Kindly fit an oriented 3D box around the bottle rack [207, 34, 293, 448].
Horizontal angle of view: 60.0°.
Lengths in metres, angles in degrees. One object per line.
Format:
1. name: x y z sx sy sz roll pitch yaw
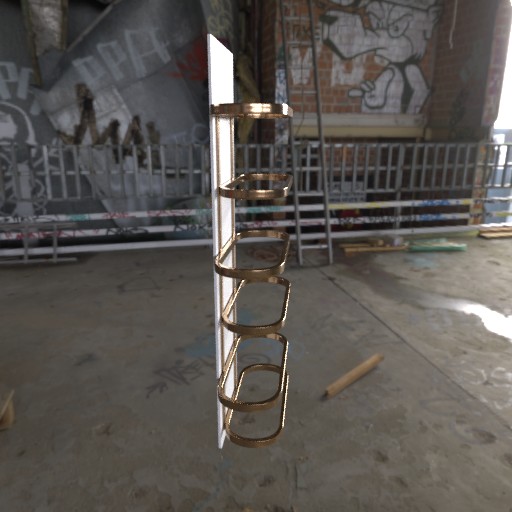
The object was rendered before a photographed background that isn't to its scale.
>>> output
1. bottle rack: 0.000 0.000 0.812 0.118 0.709 0.332 2 16 7
